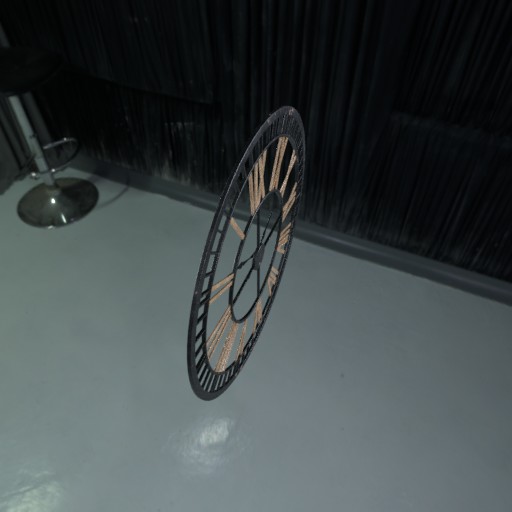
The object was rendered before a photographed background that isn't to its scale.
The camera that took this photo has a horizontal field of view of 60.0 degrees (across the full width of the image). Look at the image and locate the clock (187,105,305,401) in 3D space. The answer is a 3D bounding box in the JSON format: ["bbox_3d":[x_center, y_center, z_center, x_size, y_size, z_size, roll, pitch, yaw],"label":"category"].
[{"bbox_3d":[0.000,0.000,1.288,0.025,0.843,0.843,16,49,15],"label":"clock"}]
